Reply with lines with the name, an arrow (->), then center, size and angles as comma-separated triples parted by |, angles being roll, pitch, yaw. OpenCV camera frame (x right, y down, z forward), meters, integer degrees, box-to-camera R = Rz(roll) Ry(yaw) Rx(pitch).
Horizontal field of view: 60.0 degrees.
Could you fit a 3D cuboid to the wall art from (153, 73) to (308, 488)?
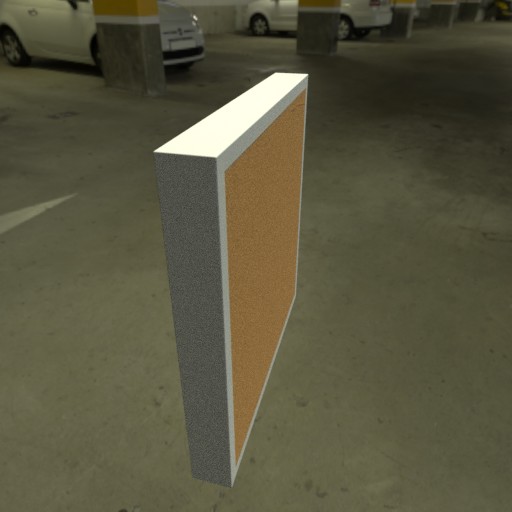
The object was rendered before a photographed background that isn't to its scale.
wall art -> 0.000, 0.000, 0.451 | 0.038, 0.305, 0.305 | 8, 31, 13
